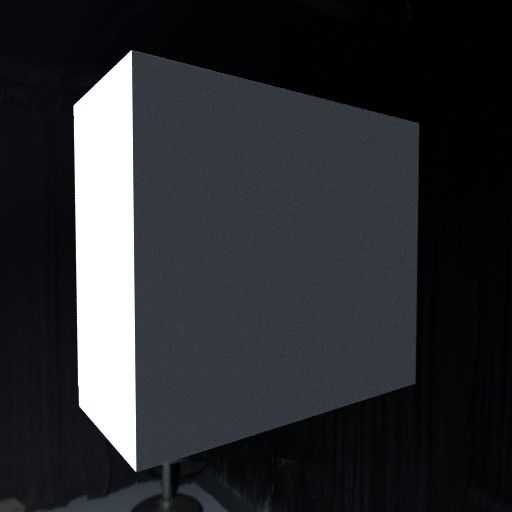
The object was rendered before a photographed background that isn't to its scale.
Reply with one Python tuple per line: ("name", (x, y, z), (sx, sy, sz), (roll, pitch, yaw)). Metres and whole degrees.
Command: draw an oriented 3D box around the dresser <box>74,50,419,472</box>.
("dresser", (0.000, 0.000, 1.188), (0.830, 0.740, 0.420), (-2, 3, -36))
